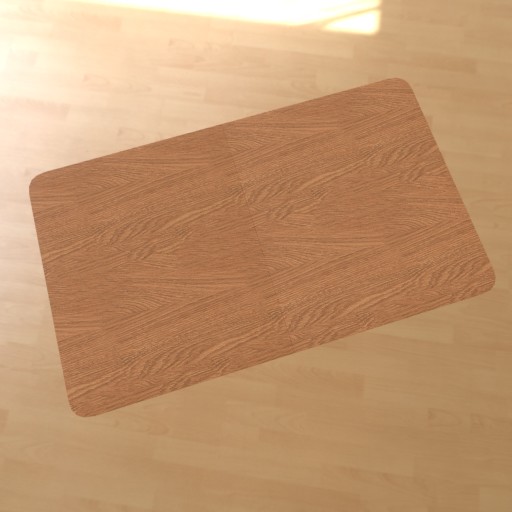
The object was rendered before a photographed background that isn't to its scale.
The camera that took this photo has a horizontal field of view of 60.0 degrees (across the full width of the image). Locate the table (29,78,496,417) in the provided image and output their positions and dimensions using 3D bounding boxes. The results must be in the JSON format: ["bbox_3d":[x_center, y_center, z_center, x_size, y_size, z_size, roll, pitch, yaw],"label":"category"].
[{"bbox_3d":[0.000,0.000,2.057,1.600,0.770,0.950,-16,76,-4],"label":"table"}]
